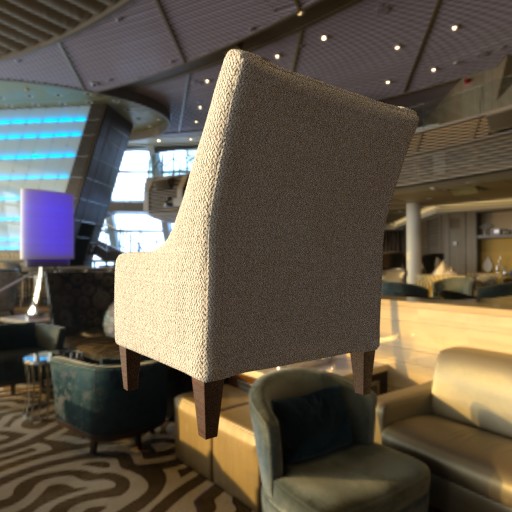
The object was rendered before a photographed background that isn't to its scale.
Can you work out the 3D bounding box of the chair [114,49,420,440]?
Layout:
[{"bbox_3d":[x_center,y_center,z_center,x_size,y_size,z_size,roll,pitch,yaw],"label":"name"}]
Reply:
[{"bbox_3d":[0.000,0.000,1.614,0.774,1.014,0.870,0,-1,-37],"label":"chair"}]
